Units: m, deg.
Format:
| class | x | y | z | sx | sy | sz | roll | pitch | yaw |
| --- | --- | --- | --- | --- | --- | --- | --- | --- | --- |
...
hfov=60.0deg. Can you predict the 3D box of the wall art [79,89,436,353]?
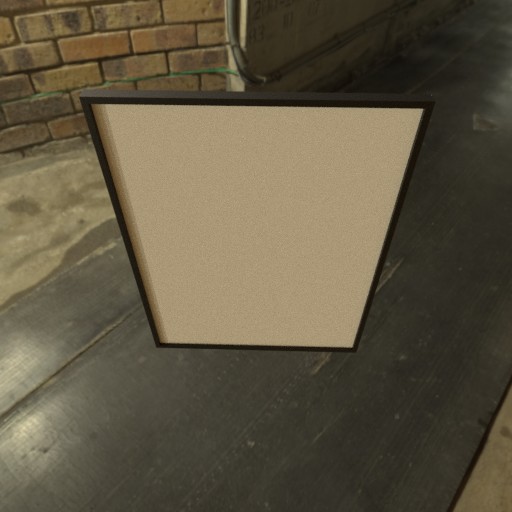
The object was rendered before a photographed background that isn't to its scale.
| class | x | y | z | sx | sy | sz | roll | pitch | yaw |
| --- | --- | --- | --- | --- | --- | --- | --- | --- | --- |
| wall art | 0.000 | 0.000 | 1.399 | 0.802 | 1.070 | 0.036 | 1 | 47 | 1 |
